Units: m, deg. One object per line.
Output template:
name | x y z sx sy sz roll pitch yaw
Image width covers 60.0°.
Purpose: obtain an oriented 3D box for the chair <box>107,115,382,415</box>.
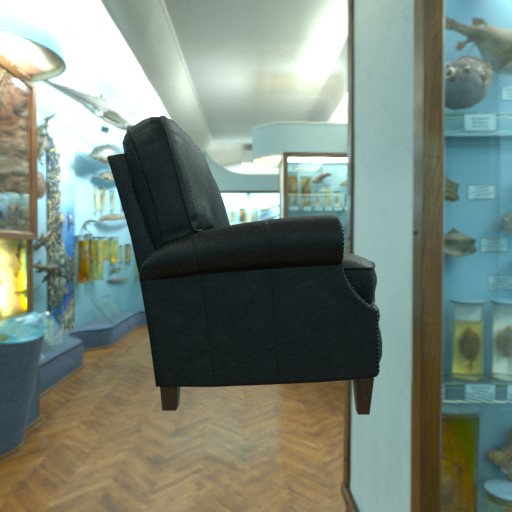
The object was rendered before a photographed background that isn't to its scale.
chair | 0.000 0.000 1.810 0.986 1.018 0.936 0 1 1
